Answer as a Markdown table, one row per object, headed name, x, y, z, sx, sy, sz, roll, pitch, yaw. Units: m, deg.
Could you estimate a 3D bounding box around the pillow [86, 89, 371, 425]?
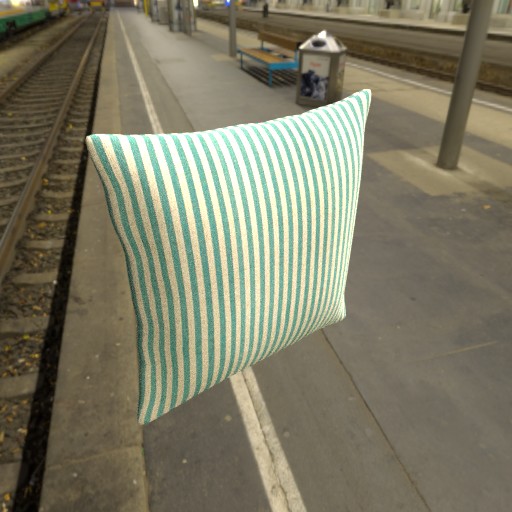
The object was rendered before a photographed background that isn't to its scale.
| name | x | y | z | sx | sy | sz | roll | pitch | yaw |
| --- | --- | --- | --- | --- | --- | --- | --- | --- | --- |
| pillow | 0.000 | 0.000 | 0.790 | 0.523 | 0.510 | 0.166 | -21 | 36 | -31 |
